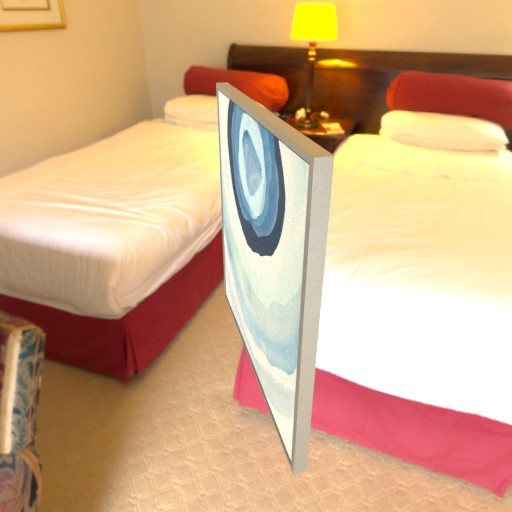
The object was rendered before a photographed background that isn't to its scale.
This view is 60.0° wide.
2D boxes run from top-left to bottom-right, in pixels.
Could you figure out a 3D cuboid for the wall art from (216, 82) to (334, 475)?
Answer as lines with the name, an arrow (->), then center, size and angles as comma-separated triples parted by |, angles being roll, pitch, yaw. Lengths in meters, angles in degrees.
wall art -> 0.000, 0.000, 1.248 | 0.038, 0.807, 0.809 | -8, 30, -14
